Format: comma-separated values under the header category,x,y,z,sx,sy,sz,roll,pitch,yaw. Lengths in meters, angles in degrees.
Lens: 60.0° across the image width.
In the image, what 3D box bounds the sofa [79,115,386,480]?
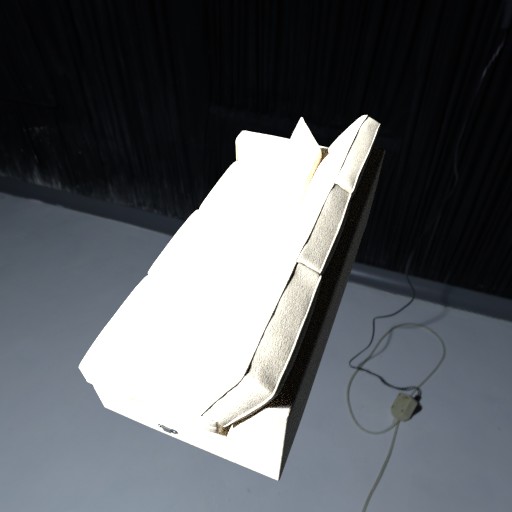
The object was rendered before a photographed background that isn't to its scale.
category,x,y,z,sx,sy,sz,roll,pitch,yaw
sofa,0.000,0.000,2.532,1.034,0.946,1.962,16,48,15
